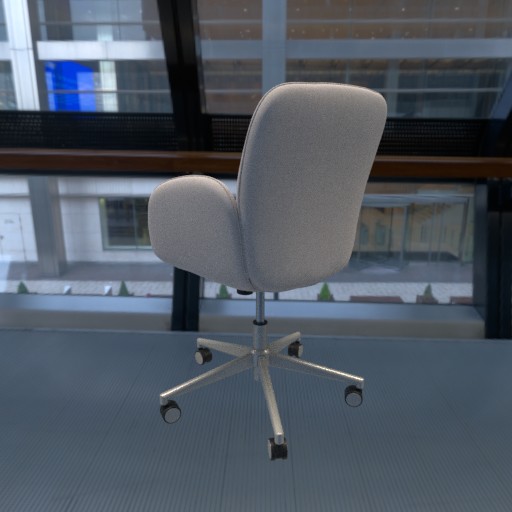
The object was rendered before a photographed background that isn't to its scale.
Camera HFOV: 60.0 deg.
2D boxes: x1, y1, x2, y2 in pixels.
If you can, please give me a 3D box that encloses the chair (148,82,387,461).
[{"bbox_3d":[0.000,0.000,1.382,0.648,0.959,0.633,-14,20,-43],"label":"chair"}]
